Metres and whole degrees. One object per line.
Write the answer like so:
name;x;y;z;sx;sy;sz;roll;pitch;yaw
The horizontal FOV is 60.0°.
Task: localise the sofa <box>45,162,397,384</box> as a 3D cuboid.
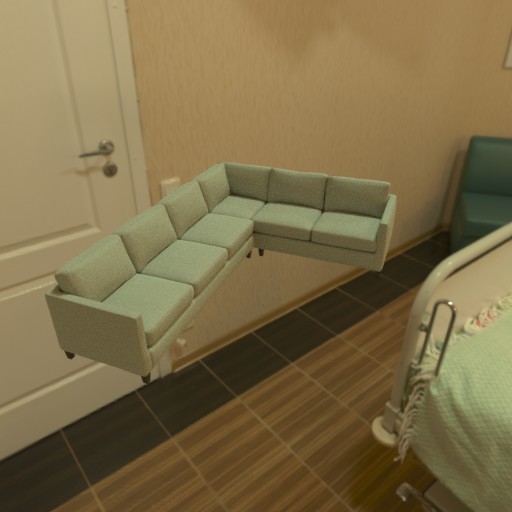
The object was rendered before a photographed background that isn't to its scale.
sofa;0.000;0.000;4.687;2.522;0.934;3.333;11;32;19
